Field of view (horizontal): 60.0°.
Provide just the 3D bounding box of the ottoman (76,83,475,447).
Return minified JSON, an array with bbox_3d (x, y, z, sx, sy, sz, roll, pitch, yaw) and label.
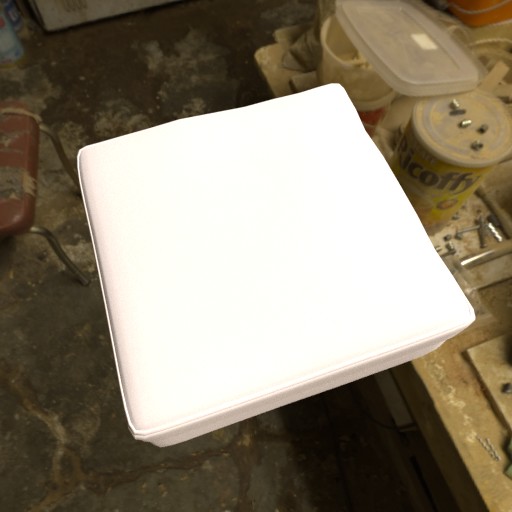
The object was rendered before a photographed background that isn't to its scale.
[{"bbox_3d":[0.000,0.000,1.313,0.838,0.479,0.838,-17,65,-8],"label":"ottoman"}]
